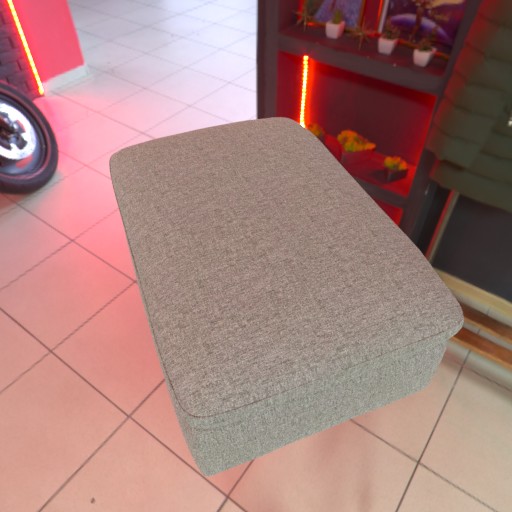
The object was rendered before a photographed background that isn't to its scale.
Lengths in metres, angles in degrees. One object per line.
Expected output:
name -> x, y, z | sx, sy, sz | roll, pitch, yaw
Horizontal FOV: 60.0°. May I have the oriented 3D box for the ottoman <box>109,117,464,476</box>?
ottoman -> 0.000, 0.000, 1.306 | 0.694, 0.451, 0.977 | -16, 48, -15
